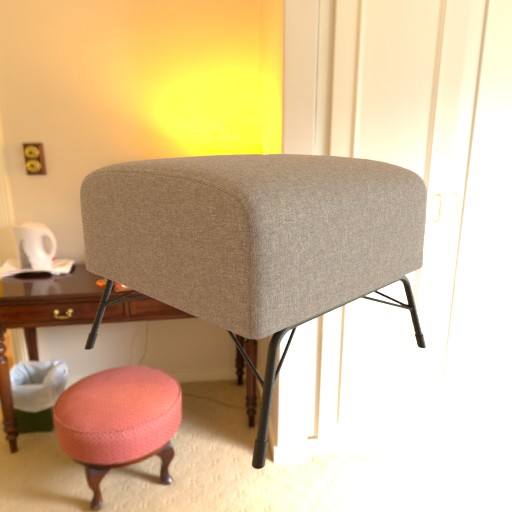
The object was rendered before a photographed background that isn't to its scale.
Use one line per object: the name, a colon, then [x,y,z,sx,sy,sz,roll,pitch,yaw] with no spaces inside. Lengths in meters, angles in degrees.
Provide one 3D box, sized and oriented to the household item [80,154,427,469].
household item: [0.000,0.000,0.913,0.530,0.410,0.530,14,20,43]
